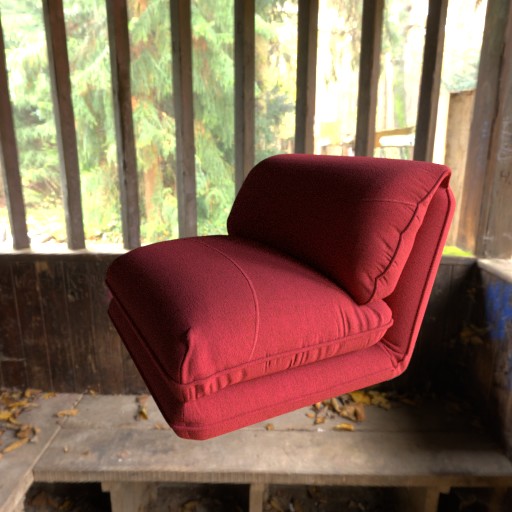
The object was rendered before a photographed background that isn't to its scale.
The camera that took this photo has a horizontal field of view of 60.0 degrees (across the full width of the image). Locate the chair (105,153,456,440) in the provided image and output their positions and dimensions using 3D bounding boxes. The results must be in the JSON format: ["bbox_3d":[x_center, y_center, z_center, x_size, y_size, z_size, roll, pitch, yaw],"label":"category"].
[{"bbox_3d":[0.000,0.000,1.326,0.780,0.580,0.820,-8,17,-27],"label":"chair"}]
